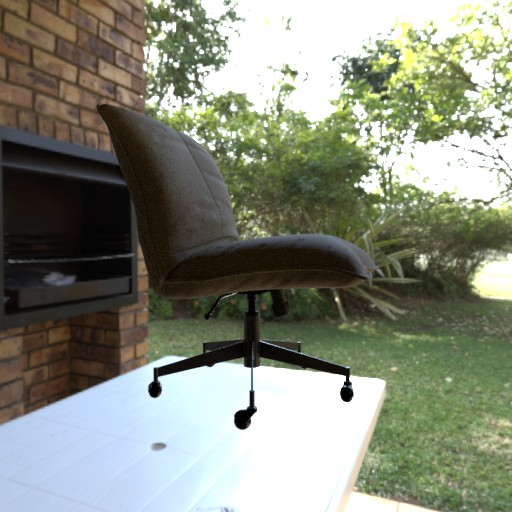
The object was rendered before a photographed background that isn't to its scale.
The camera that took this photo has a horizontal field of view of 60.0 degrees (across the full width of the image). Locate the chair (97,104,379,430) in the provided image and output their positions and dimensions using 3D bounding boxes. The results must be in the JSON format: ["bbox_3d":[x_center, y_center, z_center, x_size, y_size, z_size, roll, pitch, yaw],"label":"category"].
[{"bbox_3d":[0.000,0.000,1.317,0.696,0.811,0.597,1,2,18],"label":"chair"}]
